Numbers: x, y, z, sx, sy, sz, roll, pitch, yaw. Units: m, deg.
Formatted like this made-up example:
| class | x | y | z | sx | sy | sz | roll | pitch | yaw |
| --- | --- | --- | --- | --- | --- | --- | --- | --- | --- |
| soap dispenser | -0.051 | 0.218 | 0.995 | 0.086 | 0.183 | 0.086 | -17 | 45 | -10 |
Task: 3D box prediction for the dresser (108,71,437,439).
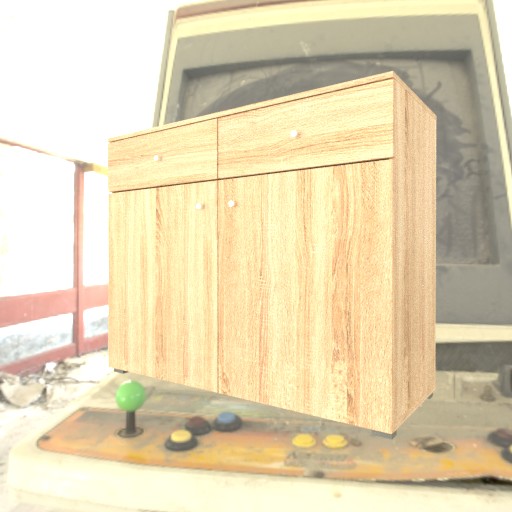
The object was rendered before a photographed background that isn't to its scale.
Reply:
| class | x | y | z | sx | sy | sz | roll | pitch | yaw |
| --- | --- | --- | --- | --- | --- | --- | --- | --- | --- |
| dresser | 0.000 | 0.000 | 1.557 | 1.100 | 0.900 | 0.450 | 0 | 1 | 35 |
